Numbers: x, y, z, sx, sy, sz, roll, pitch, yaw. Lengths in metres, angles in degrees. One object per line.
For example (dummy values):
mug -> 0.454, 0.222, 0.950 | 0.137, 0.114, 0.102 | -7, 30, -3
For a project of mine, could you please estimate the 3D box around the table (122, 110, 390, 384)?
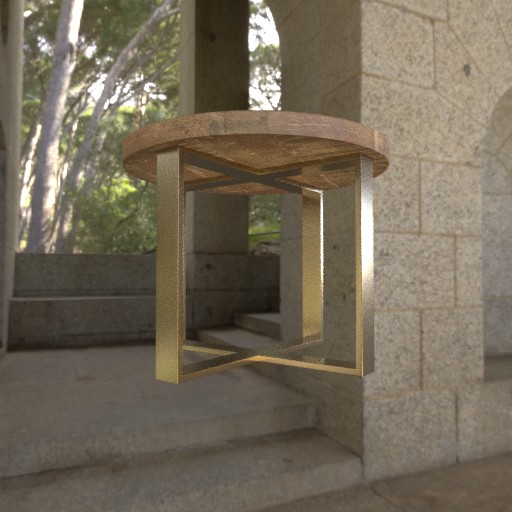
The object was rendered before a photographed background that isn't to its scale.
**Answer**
table -> 0.000, 0.000, 0.960 | 0.557, 0.437, 0.557 | 0, -2, 0
